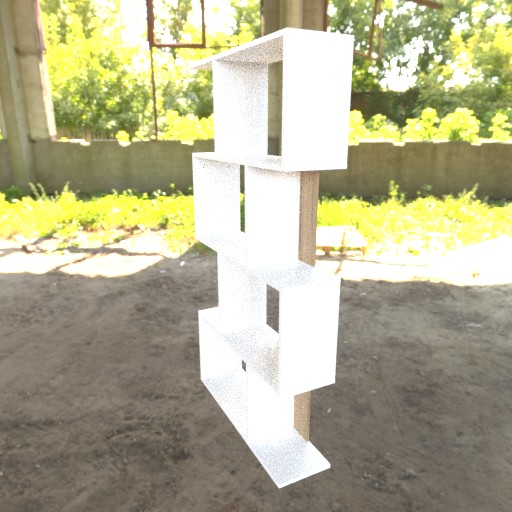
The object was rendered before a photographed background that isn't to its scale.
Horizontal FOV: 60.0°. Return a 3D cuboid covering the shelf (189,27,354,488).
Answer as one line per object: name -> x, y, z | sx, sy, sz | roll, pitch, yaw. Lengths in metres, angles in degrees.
shelf -> 0.000, 0.000, 1.959 | 0.250, 1.650, 0.890 | -8, 18, -26
